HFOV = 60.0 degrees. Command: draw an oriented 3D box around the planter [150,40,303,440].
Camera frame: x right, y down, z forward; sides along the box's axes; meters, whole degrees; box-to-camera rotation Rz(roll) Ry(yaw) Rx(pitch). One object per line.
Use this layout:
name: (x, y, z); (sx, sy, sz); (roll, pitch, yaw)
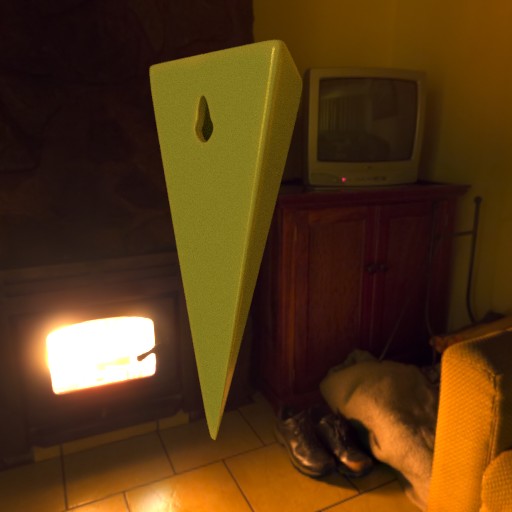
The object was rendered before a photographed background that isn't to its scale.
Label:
planter: (0.000, 0.000, 0.221); (0.080, 0.178, 0.064); (13, 19, 42)
